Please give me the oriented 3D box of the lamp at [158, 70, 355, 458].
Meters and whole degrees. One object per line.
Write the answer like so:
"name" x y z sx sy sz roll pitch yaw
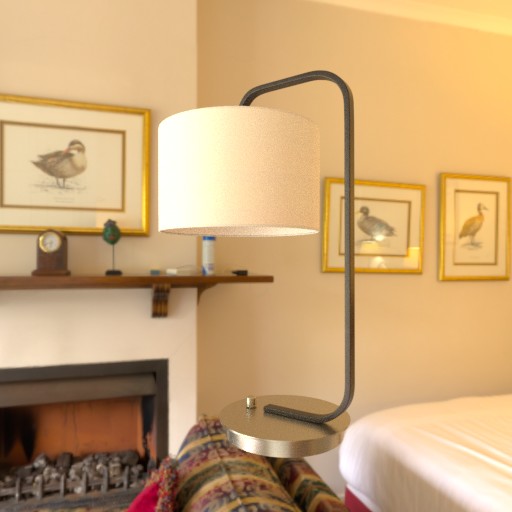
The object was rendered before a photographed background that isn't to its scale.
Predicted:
"lamp" 0.000 0.000 0.624 0.288 0.473 0.230 0 -1 35
